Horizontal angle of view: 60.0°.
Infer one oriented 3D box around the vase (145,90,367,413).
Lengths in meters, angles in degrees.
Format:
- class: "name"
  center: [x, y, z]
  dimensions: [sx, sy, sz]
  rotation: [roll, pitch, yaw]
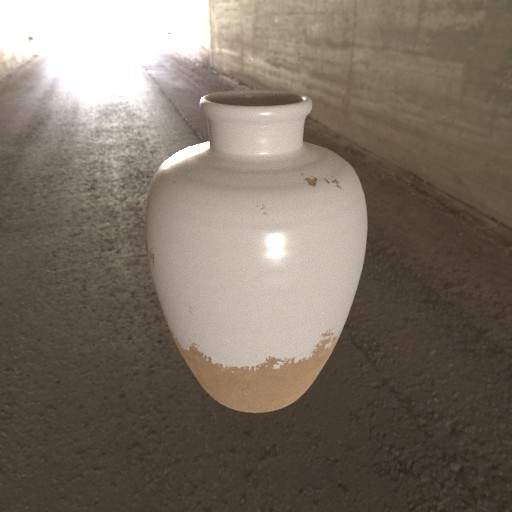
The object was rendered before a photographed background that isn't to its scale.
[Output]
- class: "vase"
  center: [0.000, 0.000, 0.334]
  dimensions: [0.158, 0.228, 0.158]
  rotation: [0, 28, 0]
